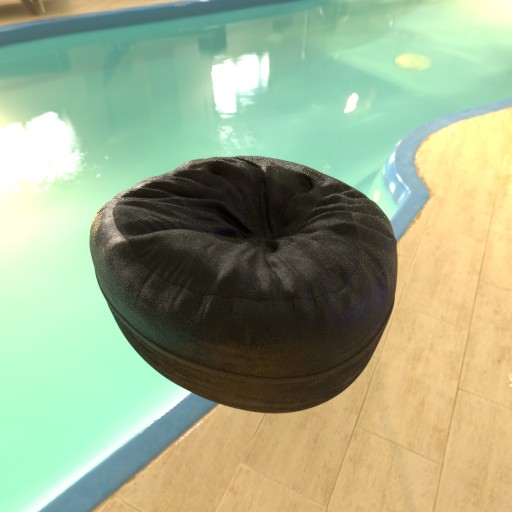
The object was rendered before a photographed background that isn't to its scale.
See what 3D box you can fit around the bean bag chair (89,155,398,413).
[{"bbox_3d":[0.000,0.000,2.386,1.524,0.878,1.524,24,50,22],"label":"bean bag chair"}]
